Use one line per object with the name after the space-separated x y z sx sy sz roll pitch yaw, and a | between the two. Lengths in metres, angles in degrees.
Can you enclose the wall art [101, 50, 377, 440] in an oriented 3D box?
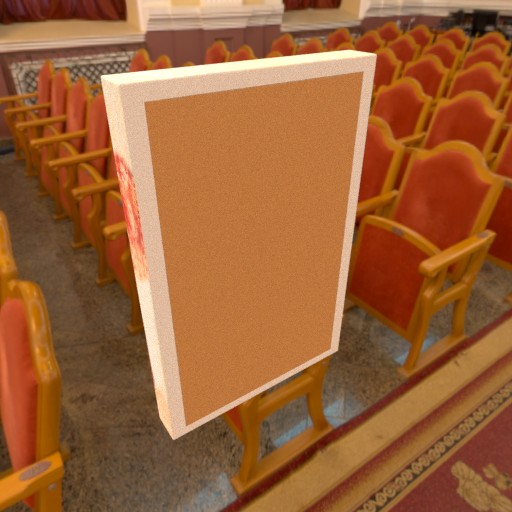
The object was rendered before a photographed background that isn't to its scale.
0.000 0.000 0.471 0.251 0.380 0.039 -20 37 -29 | wall art
